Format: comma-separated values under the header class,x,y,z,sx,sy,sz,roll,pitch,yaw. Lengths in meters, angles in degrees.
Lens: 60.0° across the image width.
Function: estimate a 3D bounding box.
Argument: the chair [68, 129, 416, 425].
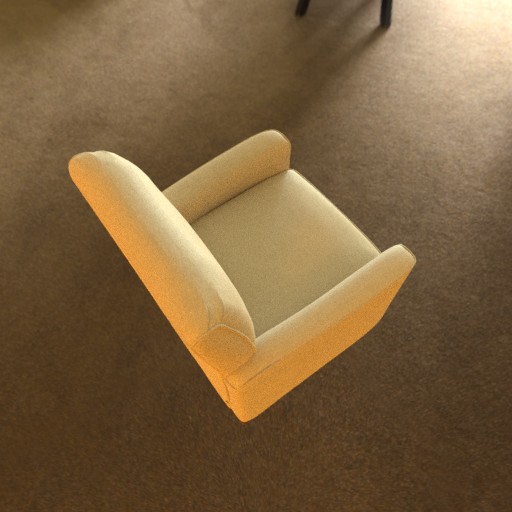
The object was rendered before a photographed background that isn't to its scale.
class,x,y,z,sx,sy,sz,roll,pitch,yaw
chair,0.000,0.000,1.643,0.858,1.023,0.841,-32,64,-18
